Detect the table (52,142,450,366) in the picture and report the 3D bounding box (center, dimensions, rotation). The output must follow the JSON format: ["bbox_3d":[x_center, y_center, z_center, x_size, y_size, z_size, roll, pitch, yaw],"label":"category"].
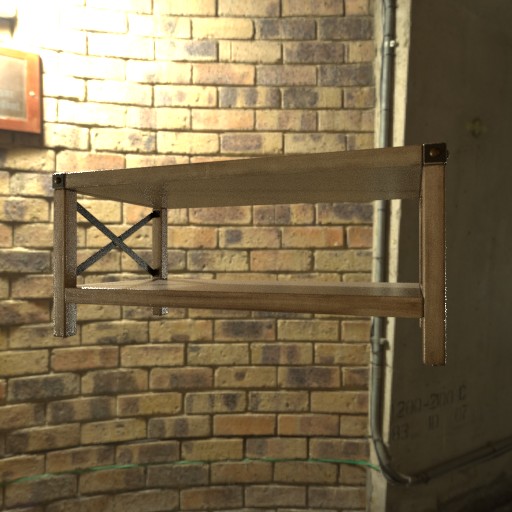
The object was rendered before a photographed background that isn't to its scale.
[{"bbox_3d":[0.000,0.000,1.310,1.016,0.456,0.559,0,0,20],"label":"table"}]
